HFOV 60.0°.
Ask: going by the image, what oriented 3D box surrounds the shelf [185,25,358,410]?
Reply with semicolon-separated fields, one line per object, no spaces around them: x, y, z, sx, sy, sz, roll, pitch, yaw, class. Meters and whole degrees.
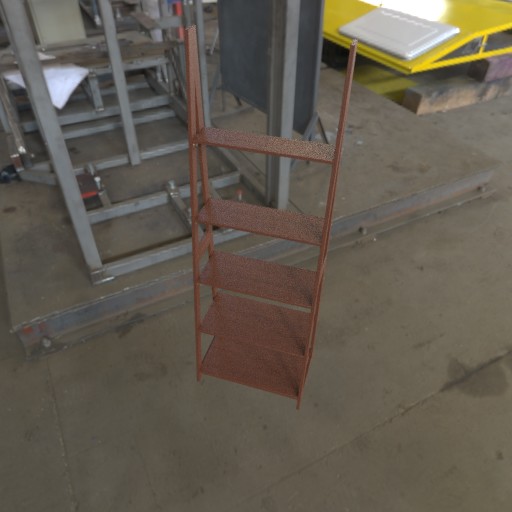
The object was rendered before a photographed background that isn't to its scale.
0.000;0.000;1.991;0.600;1.770;0.350;12;43;13;shelf
